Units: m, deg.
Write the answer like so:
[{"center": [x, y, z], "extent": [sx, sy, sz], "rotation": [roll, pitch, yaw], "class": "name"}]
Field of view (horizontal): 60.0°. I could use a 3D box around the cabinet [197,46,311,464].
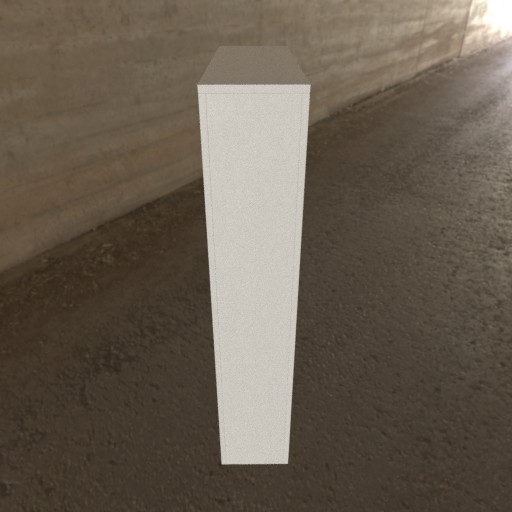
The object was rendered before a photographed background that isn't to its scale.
[{"center": [0.000, 0.000, 1.573], "extent": [0.250, 1.280, 0.750], "rotation": [0, 31, 0], "class": "cabinet"}]
